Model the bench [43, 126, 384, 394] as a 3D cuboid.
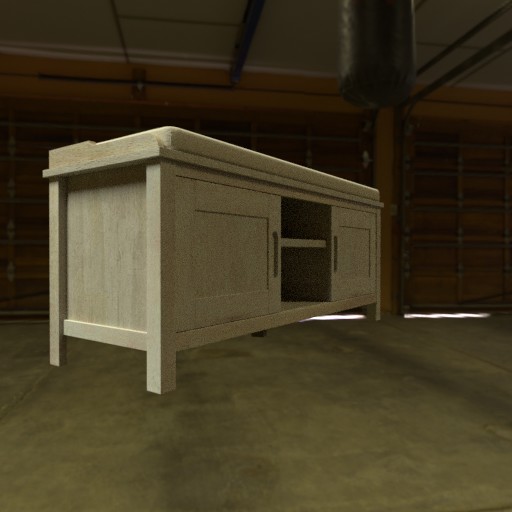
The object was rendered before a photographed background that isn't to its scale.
[{"bbox_3d":[0.000,0.000,1.377,0.398,0.501,1.140,0,1,36],"label":"bench"}]
